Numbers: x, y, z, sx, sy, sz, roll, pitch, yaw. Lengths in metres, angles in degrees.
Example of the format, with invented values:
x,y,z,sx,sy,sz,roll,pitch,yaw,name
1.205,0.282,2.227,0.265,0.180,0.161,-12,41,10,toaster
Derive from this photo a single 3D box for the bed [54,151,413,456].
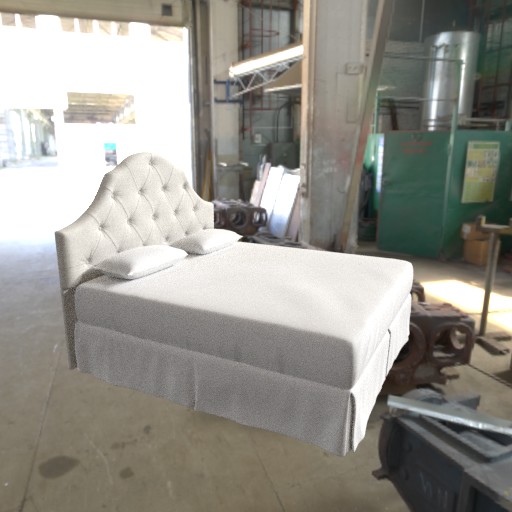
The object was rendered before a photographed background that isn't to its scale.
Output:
x,y,z,sx,sy,sz,roll,pitch,yaw,name
0.000,0.000,3.541,2.214,1.615,2.008,7,15,27,bed
